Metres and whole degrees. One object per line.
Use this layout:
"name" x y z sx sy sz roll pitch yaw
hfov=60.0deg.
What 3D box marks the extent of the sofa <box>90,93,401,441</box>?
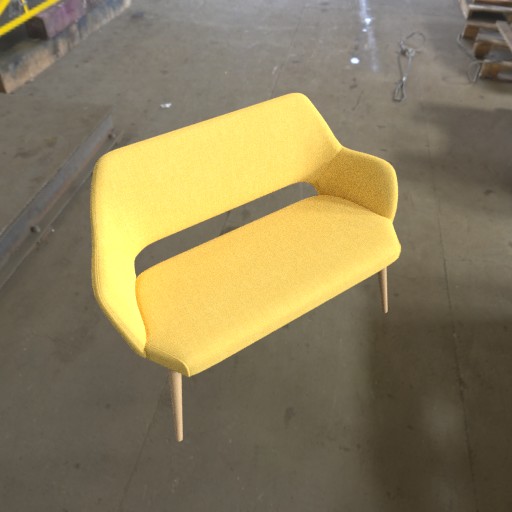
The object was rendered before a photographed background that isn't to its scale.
"sofa" 0.000 0.000 1.640 1.150 0.840 0.610 -26 51 -23
